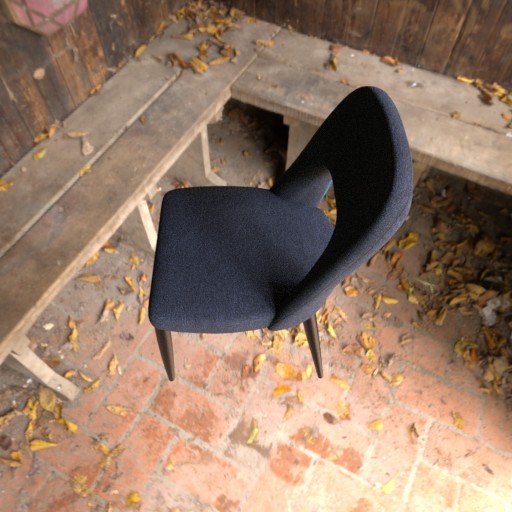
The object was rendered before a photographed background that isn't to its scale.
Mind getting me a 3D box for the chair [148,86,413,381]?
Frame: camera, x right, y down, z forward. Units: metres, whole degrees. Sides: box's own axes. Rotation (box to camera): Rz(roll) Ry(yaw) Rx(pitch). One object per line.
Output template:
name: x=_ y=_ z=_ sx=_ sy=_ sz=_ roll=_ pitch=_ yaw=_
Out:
chair: x=0.000 y=0.000 z=1.274 sx=0.612 sy=0.931 sz=0.470 roll=-1 pitch=57 yaw=0
